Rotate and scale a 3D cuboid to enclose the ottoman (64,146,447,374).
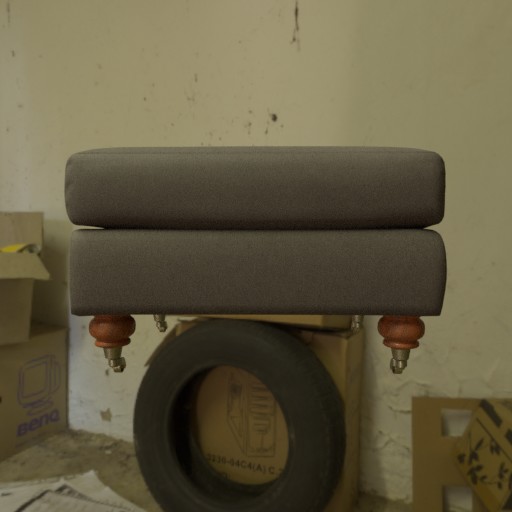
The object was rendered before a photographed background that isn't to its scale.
[{"bbox_3d":[0.000,0.000,1.137,0.773,0.497,0.574,0,2,1],"label":"ottoman"}]
